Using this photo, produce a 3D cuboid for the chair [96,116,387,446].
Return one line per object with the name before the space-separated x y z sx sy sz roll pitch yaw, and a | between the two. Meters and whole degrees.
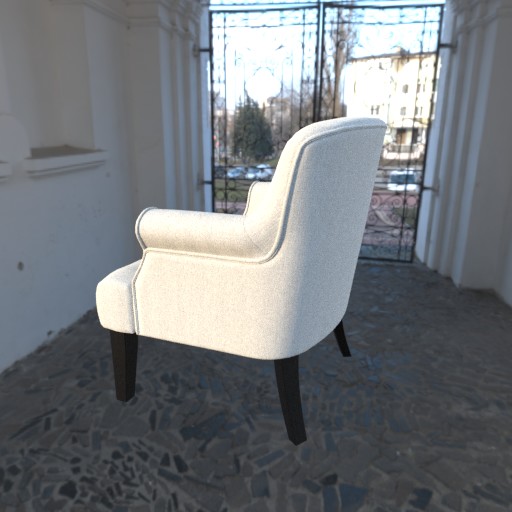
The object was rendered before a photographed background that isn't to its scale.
chair | 0.000 0.000 1.471 0.750 0.875 0.781 7 18 24
